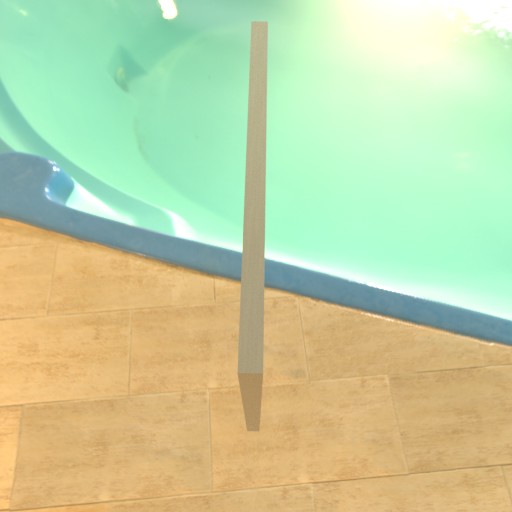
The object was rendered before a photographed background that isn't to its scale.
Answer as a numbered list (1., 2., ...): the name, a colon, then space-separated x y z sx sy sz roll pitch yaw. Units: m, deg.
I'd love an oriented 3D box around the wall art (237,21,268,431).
1. wall art: 0.000 0.000 1.200 0.038 0.806 0.806 1 63 1
